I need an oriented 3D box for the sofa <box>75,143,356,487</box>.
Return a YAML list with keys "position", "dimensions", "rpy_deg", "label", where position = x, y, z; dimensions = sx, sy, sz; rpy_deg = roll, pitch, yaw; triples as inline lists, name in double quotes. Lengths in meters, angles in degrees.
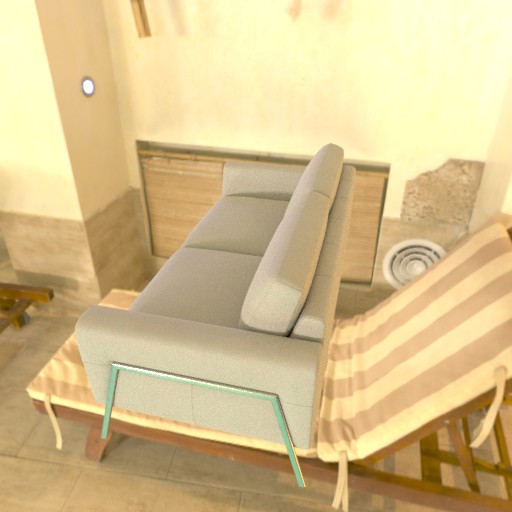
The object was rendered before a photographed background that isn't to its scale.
- position: [0.000, 0.000, 2.505]
  dimensions: [0.953, 0.875, 2.017]
  rpy_deg: [8, 32, 12]
  label: "sofa"
